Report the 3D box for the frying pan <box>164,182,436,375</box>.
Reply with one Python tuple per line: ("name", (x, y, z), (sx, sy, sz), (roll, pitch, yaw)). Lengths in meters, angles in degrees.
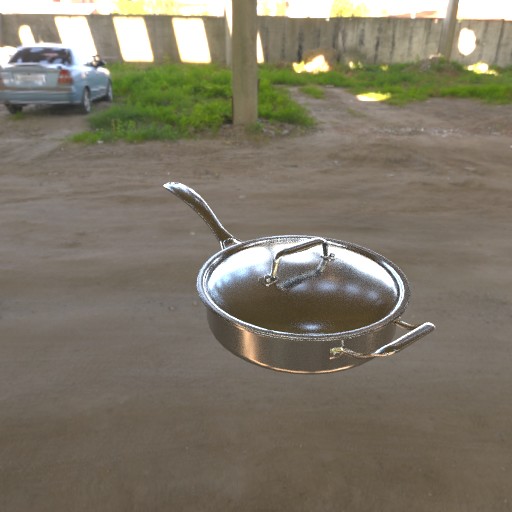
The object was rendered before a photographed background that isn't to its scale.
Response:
("frying pan", (0.000, 0.000, 0.671), (0.280, 0.114, 0.561), (-18, 31, -33))
